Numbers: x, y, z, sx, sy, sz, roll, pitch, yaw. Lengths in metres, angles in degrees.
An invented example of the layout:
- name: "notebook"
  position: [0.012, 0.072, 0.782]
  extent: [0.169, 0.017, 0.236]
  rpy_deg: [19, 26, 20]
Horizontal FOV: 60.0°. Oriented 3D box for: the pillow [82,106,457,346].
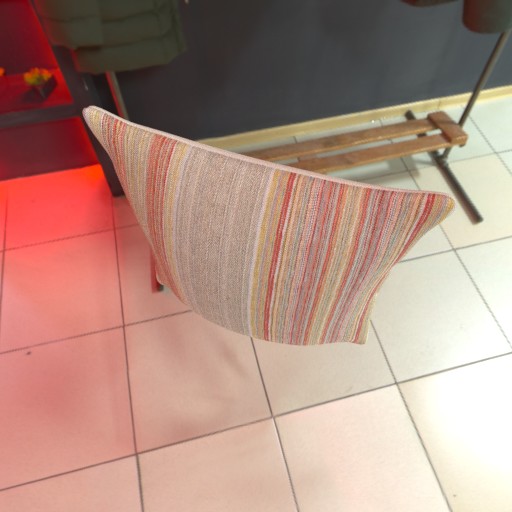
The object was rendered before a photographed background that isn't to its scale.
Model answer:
- name: "pillow"
  position: [0.000, 0.000, 0.691]
  extent: [0.451, 0.449, 0.191]
  rpy_deg: [16, 60, 10]
